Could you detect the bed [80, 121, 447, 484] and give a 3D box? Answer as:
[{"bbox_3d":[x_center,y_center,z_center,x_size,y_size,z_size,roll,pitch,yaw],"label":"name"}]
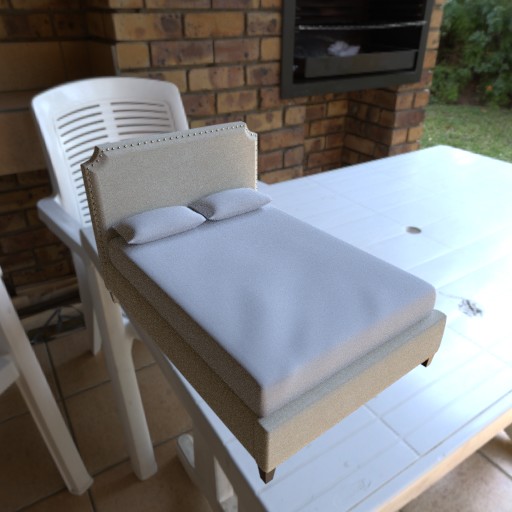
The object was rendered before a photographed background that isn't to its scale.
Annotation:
[{"bbox_3d":[0.000,0.000,3.444,1.713,1.457,2.381,-21,35,-32],"label":"bed"}]
